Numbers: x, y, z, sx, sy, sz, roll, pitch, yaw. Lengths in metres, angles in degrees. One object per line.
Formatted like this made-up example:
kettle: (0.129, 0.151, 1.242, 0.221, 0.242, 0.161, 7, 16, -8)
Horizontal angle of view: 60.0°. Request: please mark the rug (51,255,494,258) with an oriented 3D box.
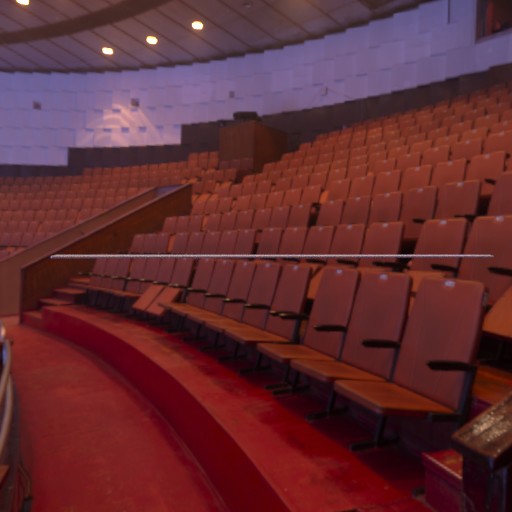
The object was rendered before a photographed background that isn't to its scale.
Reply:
rug: (0.000, 0.000, 2.818, 2.205, 0.014, 1.589, 0, 0, -18)
